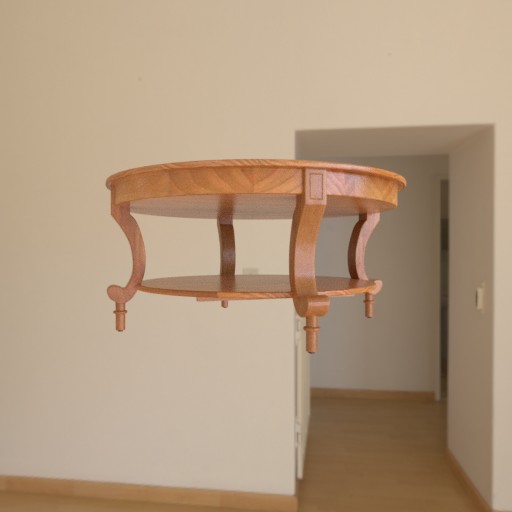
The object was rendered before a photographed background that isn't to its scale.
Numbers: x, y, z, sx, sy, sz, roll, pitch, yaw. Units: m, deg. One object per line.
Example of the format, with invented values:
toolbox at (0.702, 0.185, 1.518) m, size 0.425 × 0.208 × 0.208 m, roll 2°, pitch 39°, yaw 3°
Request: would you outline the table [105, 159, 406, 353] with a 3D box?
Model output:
table at (0.000, 0.000, 1.596) m, size 1.029 × 0.490 × 1.029 m, roll 0°, pitch 1°, yaw 0°
